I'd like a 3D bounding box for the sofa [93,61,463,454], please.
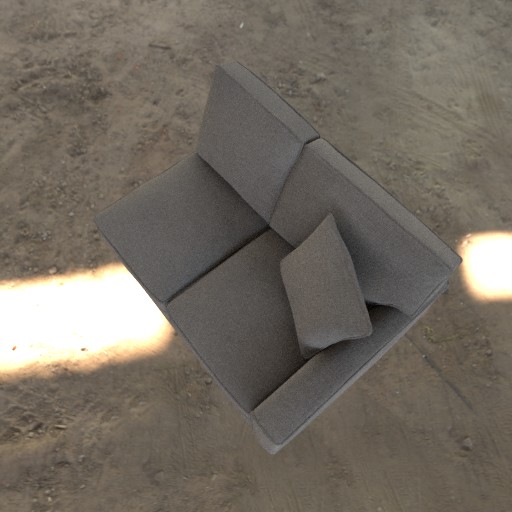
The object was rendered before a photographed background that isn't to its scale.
[{"bbox_3d":[0.000,0.000,2.068,0.991,0.989,1.388,-36,68,-17],"label":"sofa"}]
